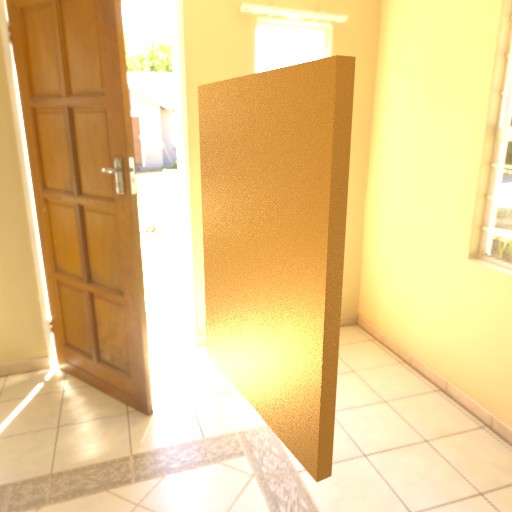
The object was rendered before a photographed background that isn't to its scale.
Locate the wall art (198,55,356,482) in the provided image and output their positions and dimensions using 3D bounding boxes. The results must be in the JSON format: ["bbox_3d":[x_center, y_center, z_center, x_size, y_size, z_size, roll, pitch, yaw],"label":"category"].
[{"bbox_3d":[0.000,0.000,1.068,0.038,0.812,0.610,-8,18,-27],"label":"wall art"}]
